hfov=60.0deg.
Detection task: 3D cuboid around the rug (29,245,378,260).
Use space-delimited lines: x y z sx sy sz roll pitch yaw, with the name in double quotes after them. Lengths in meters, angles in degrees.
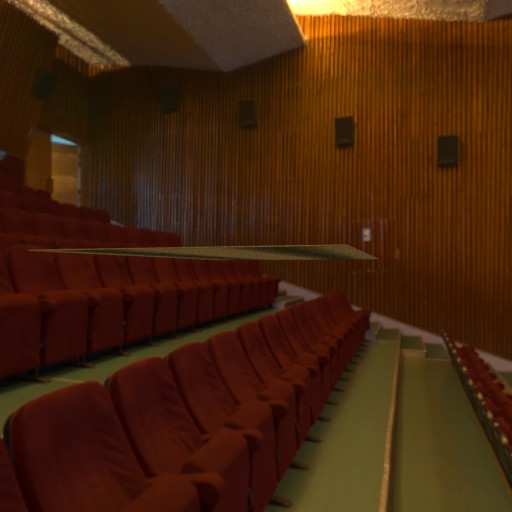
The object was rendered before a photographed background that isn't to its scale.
0.000 0.000 3.066 1.519 0.003 2.453 -1 -2 18 "rug"
